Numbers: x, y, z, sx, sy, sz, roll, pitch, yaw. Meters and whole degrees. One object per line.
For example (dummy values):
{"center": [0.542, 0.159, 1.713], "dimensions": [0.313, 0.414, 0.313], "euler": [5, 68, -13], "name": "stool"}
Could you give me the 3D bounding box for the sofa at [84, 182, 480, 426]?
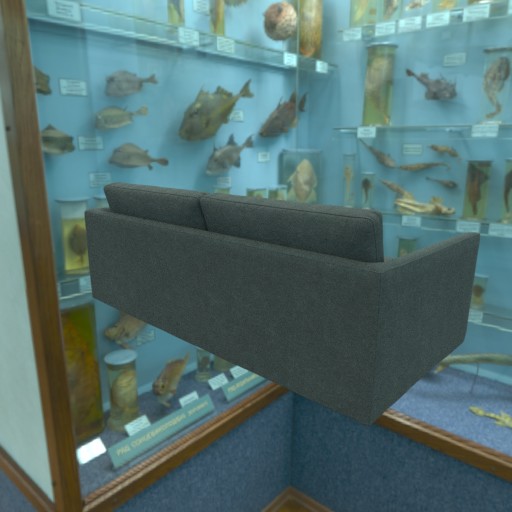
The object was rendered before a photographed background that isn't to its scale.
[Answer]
{"center": [0.000, 0.000, 2.736], "dimensions": [2.257, 0.838, 1.092], "euler": [13, 19, 41], "name": "sofa"}
